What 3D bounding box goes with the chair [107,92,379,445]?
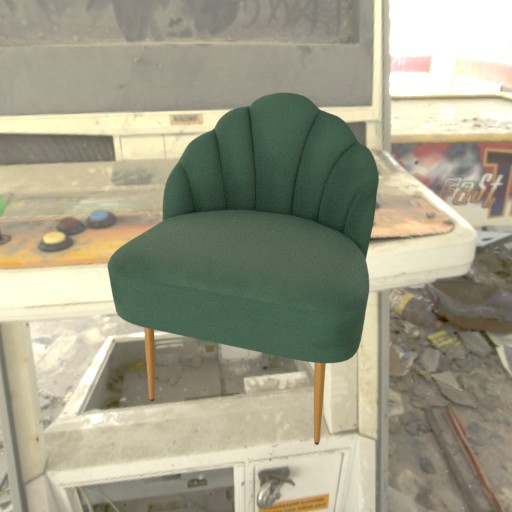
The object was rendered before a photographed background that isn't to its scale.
[{"bbox_3d":[0.000,0.000,1.269,0.657,0.819,0.599,8,28,16],"label":"chair"}]
